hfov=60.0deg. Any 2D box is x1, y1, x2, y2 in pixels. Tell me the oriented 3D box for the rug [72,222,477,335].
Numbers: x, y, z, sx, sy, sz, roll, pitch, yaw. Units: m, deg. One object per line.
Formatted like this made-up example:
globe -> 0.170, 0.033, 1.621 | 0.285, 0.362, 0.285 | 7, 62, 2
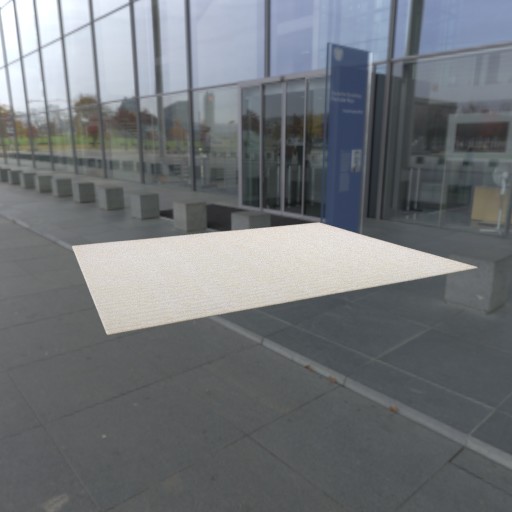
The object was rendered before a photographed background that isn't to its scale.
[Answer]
rug -> 0.000, 0.000, 4.191 | 3.055, 0.021, 2.410 | -7, 16, -25
